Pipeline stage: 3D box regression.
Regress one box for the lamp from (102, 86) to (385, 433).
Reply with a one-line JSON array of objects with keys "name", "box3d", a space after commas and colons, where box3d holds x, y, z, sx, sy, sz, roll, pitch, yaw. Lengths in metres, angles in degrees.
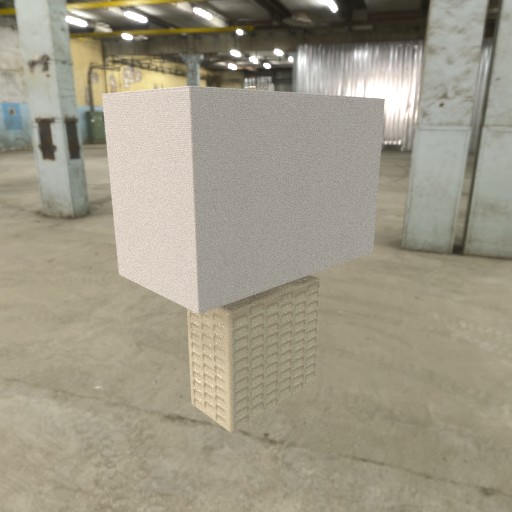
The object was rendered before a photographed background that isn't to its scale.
[{"name": "lamp", "box3d": [0.000, 0.000, 0.719, 0.380, 0.515, 0.200, -16, 23, -42]}]
